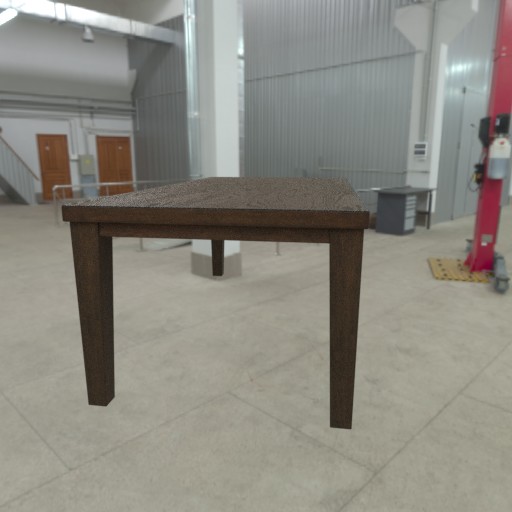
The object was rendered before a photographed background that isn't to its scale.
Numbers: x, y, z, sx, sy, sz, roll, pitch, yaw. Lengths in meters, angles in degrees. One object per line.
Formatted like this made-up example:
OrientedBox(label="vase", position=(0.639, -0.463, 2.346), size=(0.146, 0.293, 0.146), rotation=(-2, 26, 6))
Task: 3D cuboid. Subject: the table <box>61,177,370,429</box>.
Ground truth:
OrientedBox(label="table", position=(0.000, 0.000, 2.453), size=(1.016, 0.762, 1.981), rotation=(2, 13, 9))
